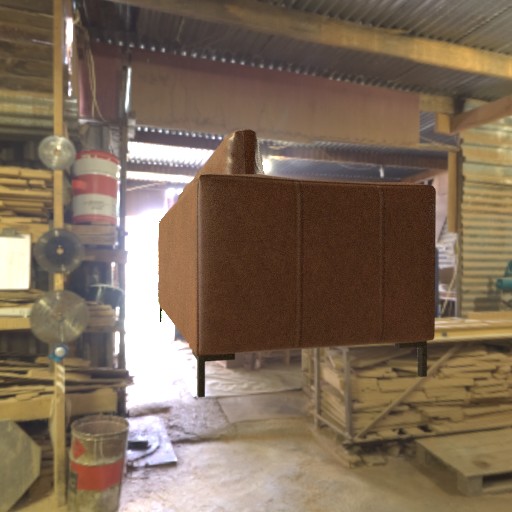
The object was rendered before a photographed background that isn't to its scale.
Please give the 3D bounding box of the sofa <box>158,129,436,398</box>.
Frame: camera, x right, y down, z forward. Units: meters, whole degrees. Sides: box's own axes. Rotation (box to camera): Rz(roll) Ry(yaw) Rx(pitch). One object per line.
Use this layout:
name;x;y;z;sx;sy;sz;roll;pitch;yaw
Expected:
sofa;0.000;0.000;2.296;0.899;0.883;1.797;0;0;-17
